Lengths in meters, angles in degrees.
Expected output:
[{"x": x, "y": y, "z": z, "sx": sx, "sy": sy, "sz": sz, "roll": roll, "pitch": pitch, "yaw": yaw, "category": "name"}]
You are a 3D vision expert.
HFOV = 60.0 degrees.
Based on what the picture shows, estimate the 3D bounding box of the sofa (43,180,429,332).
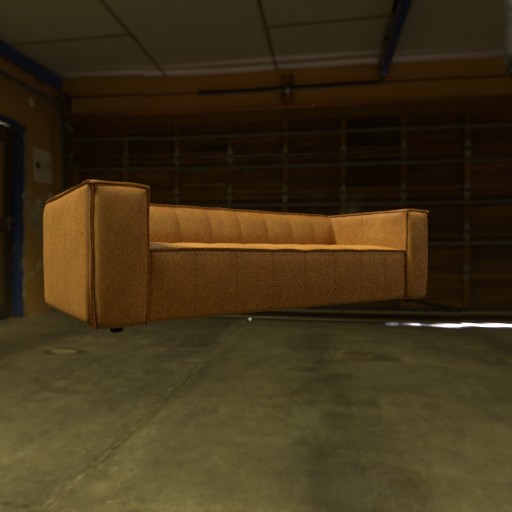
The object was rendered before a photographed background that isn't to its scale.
[{"x": 0.000, "y": 0.000, "z": 3.093, "sx": 2.581, "sy": 0.701, "sz": 1.102, "roll": 0, "pitch": 1, "yaw": -35, "category": "sofa"}]
